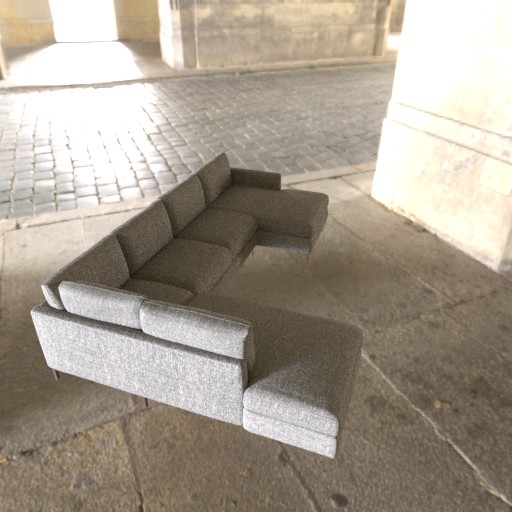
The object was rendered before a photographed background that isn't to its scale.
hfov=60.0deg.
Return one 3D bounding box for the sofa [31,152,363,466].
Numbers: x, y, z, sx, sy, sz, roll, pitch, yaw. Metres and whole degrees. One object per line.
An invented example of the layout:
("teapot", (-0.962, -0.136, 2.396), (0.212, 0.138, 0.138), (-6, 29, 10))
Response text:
("sofa", (0.000, 0.000, 3.499), (1.879, 0.756, 2.737), (11, 33, 17))
